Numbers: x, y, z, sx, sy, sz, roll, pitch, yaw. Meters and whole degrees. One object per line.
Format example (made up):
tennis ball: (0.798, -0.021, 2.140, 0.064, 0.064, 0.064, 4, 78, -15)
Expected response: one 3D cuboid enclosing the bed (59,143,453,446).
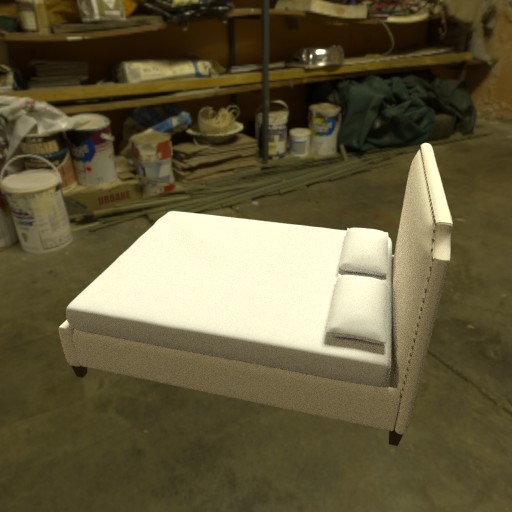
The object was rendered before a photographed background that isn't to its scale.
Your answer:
bed: (0.000, 0.000, 3.322, 2.372, 1.497, 1.712, 8, 31, 13)
